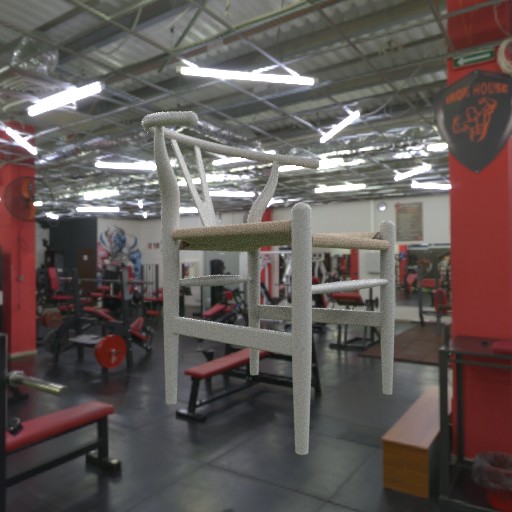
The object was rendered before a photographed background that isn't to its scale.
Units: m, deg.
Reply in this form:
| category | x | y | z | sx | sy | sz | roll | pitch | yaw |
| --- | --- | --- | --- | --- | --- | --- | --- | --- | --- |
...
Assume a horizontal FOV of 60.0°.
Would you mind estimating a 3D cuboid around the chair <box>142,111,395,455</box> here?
| category | x | y | z | sx | sy | sz | roll | pitch | yaw |
| --- | --- | --- | --- | --- | --- | --- | --- | --- | --- |
| chair | 0.000 | 0.000 | 1.161 | 0.579 | 0.730 | 0.569 | 0 | -1 | 36 |
